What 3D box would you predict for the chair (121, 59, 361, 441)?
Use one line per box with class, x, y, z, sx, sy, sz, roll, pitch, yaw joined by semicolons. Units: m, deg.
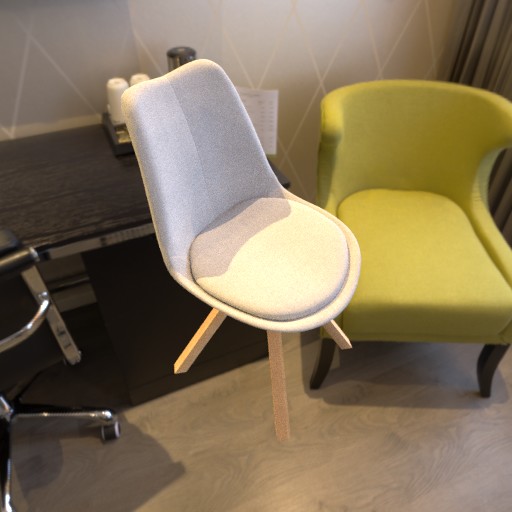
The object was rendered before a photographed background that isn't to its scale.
chair;0.000;0.000;1.195;0.549;0.863;0.474;26;48;26
